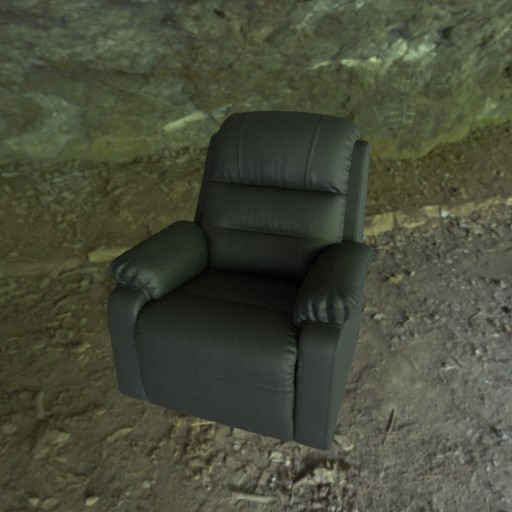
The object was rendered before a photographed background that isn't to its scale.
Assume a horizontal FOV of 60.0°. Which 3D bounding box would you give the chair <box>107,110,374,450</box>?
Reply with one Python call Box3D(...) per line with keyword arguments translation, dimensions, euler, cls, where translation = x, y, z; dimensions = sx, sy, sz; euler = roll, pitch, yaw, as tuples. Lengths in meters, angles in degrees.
Box3D(translation=(0.000, 0.000, 1.704), dimensions=(0.855, 0.992, 0.919), euler=(8, 26, 18), cls="chair")
